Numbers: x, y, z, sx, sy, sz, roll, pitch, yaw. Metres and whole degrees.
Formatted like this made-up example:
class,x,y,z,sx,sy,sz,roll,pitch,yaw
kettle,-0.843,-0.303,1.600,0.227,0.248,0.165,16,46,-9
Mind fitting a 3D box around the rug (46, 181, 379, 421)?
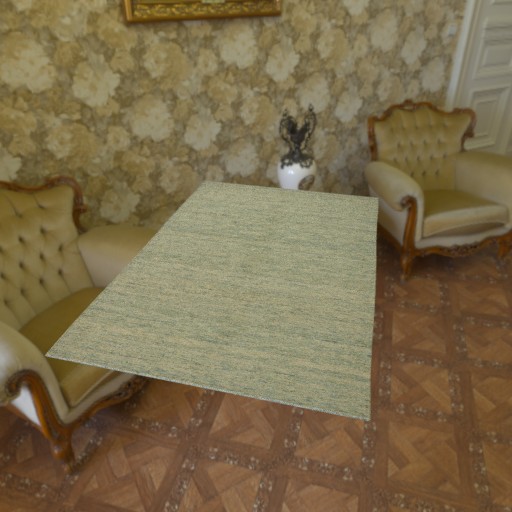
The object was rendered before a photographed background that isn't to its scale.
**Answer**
class,x,y,z,sx,sy,sz,roll,pitch,yaw
rug,0.000,0.000,2.930,1.547,0.013,2.283,8,32,12
